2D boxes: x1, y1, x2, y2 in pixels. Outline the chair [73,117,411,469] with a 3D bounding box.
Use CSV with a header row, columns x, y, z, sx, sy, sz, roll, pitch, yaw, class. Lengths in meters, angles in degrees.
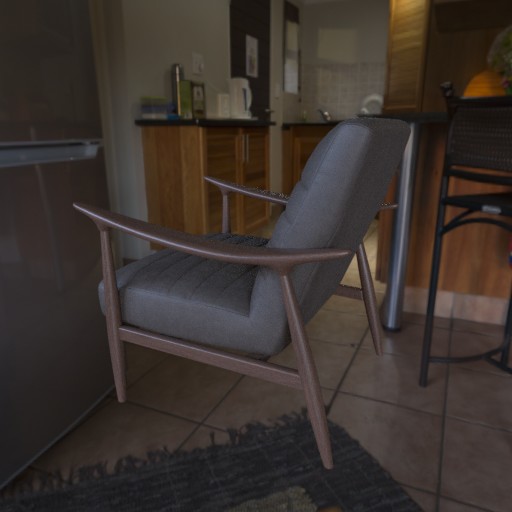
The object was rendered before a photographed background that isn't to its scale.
x,y,z,sx,sy,sz,roll,pitch,yaw,class
0.000,0.000,1.395,0.798,0.831,0.741,8,19,25,chair
